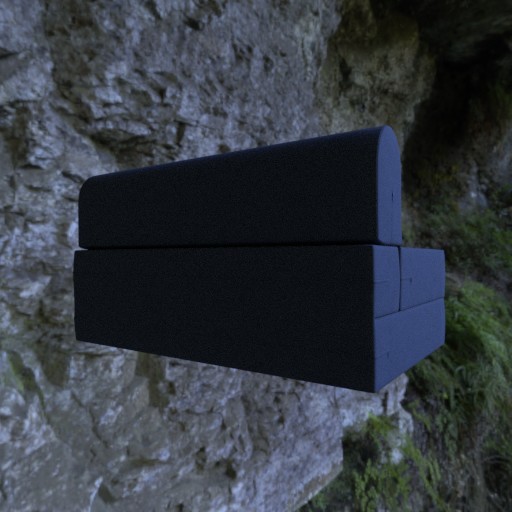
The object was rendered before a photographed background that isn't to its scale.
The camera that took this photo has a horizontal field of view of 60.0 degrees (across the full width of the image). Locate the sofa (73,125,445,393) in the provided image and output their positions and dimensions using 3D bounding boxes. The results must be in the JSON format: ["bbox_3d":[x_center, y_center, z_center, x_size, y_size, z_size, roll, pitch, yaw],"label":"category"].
[{"bbox_3d":[0.000,0.000,1.688,1.219,0.660,0.762,0,0,35],"label":"sofa"}]
